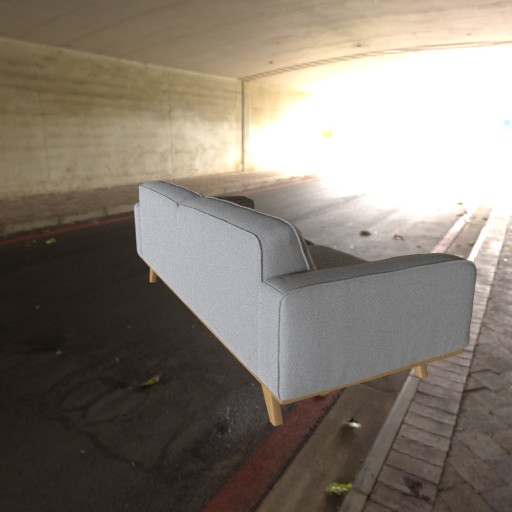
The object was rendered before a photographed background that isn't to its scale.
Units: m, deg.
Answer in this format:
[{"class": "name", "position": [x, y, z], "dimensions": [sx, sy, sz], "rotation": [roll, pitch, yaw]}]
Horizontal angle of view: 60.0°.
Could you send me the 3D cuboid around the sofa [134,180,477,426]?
[{"class": "sofa", "position": [0.000, 0.000, 2.626], "dimensions": [0.956, 0.781, 2.270], "rotation": [-8, 17, -26]}]
